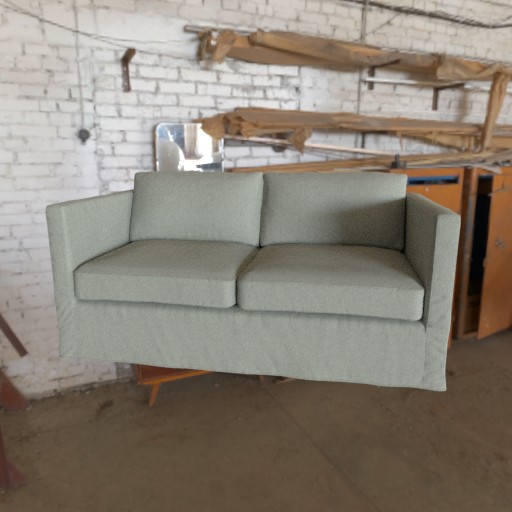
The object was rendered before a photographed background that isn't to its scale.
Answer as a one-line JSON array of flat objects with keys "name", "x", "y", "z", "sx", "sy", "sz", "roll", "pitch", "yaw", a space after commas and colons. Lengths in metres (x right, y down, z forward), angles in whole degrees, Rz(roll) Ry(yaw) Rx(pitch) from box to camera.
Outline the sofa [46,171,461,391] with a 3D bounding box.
[{"name": "sofa", "x": 0.000, "y": 0.000, "z": 2.262, "sx": 1.727, "sy": 0.830, "sz": 0.944, "roll": 2, "pitch": 13, "yaw": 10}]
